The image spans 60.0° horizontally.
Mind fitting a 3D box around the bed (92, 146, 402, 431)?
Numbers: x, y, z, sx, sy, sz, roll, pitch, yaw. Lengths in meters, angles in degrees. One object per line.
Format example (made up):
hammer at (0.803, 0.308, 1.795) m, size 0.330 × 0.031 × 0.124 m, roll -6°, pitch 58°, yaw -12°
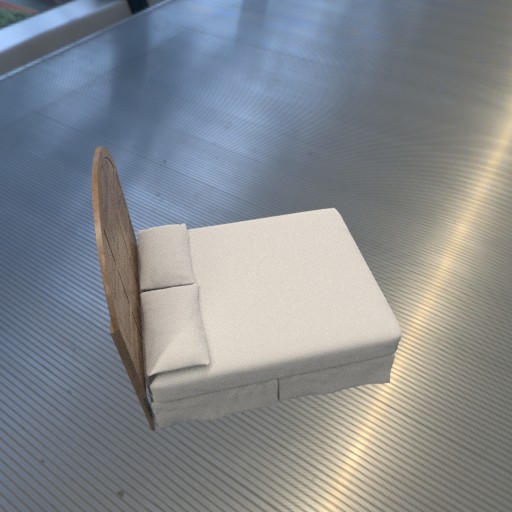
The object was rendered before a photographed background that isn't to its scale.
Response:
bed at (0.000, 0.000, 3.591) m, size 2.112 × 2.002 × 1.713 m, roll -9°, pitch 48°, yaw -9°
